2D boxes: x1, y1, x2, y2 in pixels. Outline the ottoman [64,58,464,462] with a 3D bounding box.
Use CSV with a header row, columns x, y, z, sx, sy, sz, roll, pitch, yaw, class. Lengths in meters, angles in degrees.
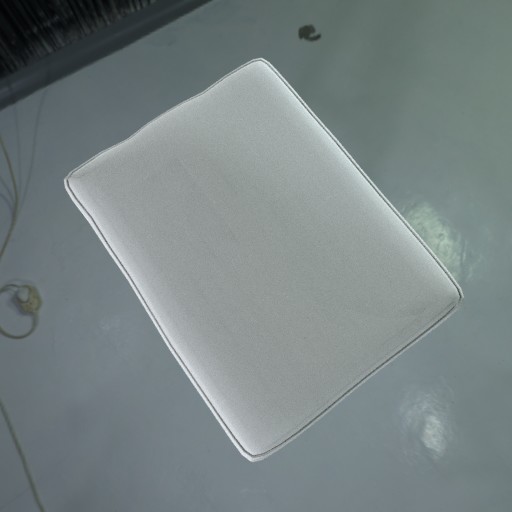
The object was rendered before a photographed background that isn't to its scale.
x,y,z,sx,sy,sz,roll,pitch,yaw,class
0.000,0.000,1.215,0.634,0.479,0.818,-35,78,-8,ottoman
